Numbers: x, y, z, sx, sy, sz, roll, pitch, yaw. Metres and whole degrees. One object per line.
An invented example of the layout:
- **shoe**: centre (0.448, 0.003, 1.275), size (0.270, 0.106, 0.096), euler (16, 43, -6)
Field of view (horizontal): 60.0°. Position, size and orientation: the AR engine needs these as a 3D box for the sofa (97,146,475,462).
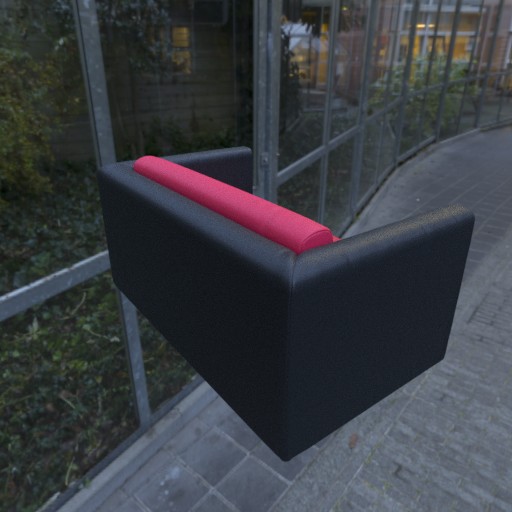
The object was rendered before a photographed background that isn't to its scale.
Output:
- **sofa**: centre (0.000, 0.000, 1.921), size (0.845, 0.735, 1.410), euler (-18, 30, -33)
